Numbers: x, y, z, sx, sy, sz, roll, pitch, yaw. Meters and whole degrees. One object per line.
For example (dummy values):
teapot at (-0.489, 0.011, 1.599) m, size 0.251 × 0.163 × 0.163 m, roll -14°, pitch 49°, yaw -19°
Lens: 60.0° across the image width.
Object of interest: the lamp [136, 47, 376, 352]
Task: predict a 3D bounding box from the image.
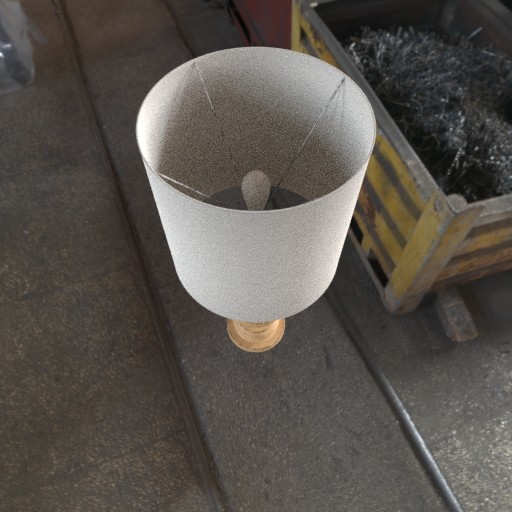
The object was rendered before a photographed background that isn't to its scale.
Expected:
lamp at (0.000, 0.000, 0.581) m, size 0.208 × 0.455 × 0.208 m, roll 30°, pitch 63°, yaw 17°
